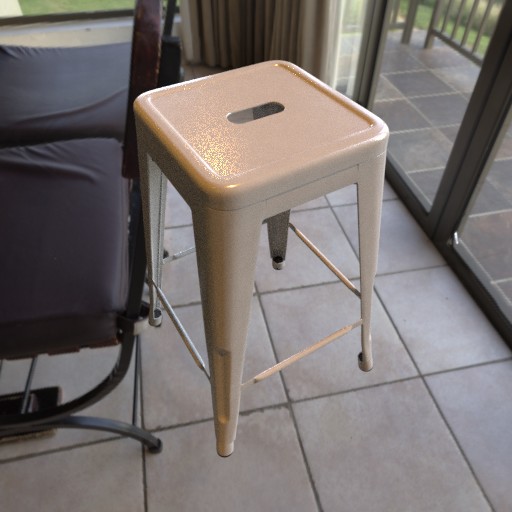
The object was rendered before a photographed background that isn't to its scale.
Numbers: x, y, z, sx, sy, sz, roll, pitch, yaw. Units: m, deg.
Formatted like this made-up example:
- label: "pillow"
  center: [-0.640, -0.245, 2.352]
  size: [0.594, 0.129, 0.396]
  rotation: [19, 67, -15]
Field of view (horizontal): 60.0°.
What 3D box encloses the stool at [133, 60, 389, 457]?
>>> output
- label: "stool"
  center: [0.000, 0.000, 0.864]
  size: [0.406, 0.610, 0.406]
  rotation: [-23, 50, -21]
